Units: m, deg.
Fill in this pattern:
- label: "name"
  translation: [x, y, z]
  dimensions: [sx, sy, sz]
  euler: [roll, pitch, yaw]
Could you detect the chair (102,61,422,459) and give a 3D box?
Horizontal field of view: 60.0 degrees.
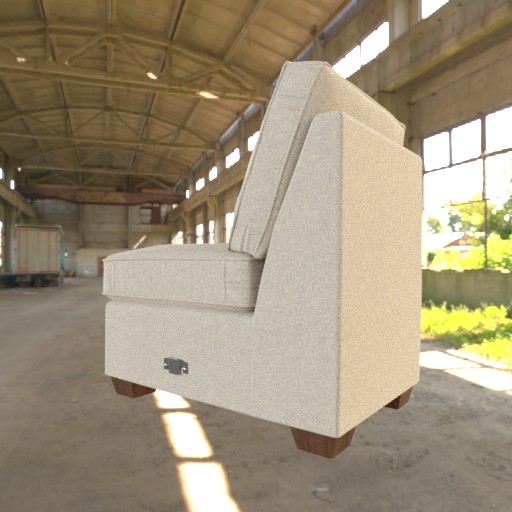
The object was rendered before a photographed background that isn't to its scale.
- label: "chair"
  translation: [0.000, 0.000, 1.516]
  dimensions: [0.938, 0.970, 0.621]
  euler: [0, 0, 37]
